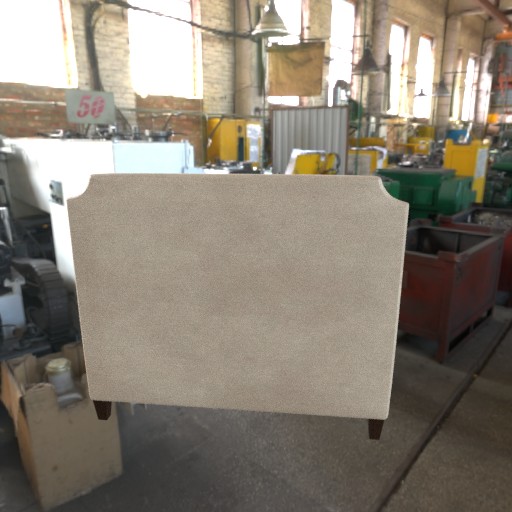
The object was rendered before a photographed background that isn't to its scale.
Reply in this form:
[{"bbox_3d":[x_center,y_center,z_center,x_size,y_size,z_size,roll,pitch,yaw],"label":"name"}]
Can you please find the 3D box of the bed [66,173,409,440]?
[{"bbox_3d":[0.000,0.000,3.428,1.712,1.443,2.372,2,15,6],"label":"bed"}]
